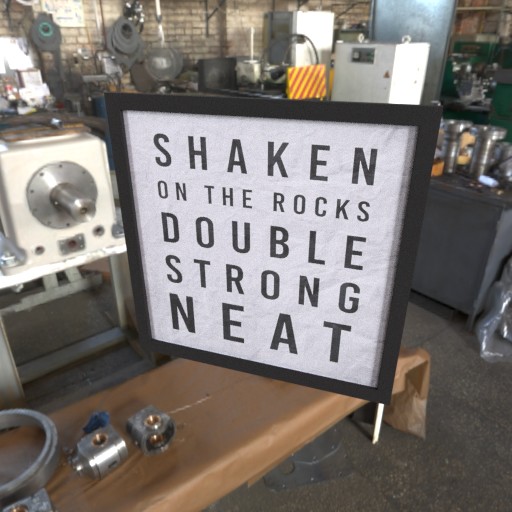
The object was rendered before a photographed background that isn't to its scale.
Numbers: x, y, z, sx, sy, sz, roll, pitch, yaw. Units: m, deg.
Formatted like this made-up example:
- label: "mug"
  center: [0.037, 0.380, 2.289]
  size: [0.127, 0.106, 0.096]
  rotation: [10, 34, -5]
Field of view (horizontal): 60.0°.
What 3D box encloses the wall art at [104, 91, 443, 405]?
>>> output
- label: "wall art"
  center: [0.000, 0.000, 0.679]
  size: [0.456, 0.458, 0.013]
  rotation: [8, 28, 16]
